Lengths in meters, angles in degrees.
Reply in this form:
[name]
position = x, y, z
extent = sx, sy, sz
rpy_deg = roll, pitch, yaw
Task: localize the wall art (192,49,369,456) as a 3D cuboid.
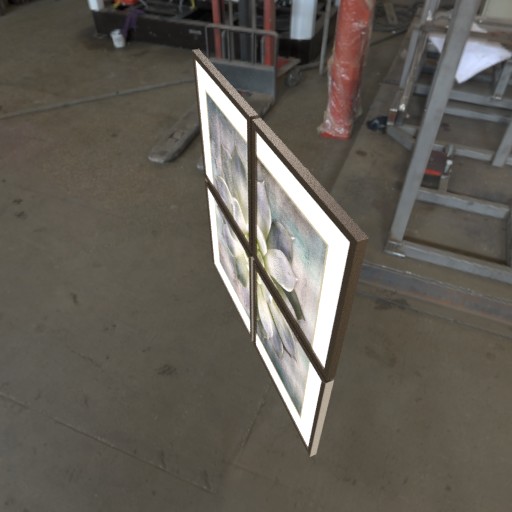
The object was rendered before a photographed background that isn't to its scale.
[wall art]
position = 0.000, 0.000, 1.530
extent = 0.030, 1.032, 1.032
rpy_deg = -17, 47, -16
